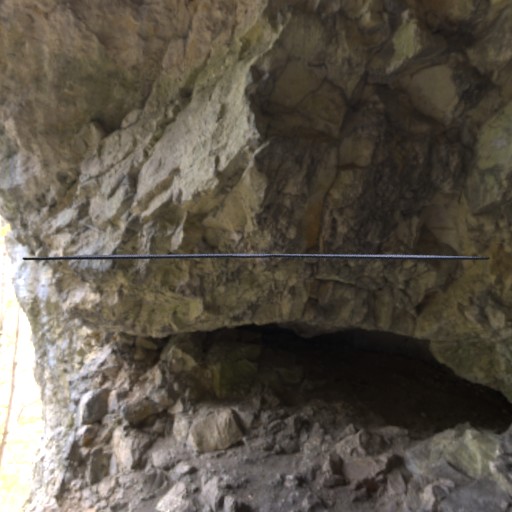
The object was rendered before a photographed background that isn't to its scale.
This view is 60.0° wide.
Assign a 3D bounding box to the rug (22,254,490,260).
[{"bbox_3d":[0.000,0.000,2.238,1.777,0.021,1.145,0,1,1],"label":"rug"}]
